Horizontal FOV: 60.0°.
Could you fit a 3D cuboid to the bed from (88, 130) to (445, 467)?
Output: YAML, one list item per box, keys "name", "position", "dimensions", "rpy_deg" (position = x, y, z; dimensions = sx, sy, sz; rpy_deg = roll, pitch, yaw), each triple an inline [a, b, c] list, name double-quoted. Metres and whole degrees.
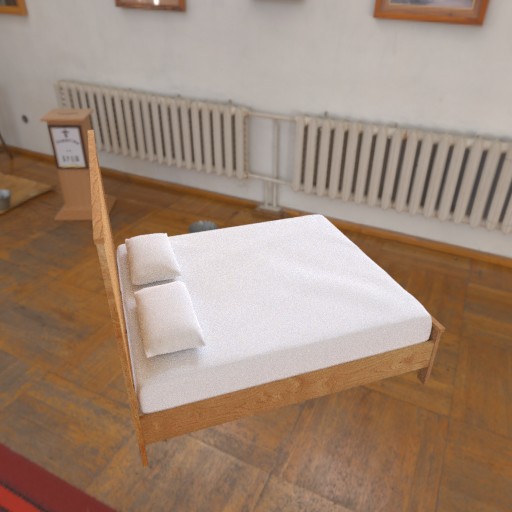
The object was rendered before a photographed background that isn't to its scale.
- name: "bed"
  position: [0.000, 0.000, 4.037]
  dimensions: [2.530, 1.938, 2.225]
  rpy_deg: [-10, 32, -16]
